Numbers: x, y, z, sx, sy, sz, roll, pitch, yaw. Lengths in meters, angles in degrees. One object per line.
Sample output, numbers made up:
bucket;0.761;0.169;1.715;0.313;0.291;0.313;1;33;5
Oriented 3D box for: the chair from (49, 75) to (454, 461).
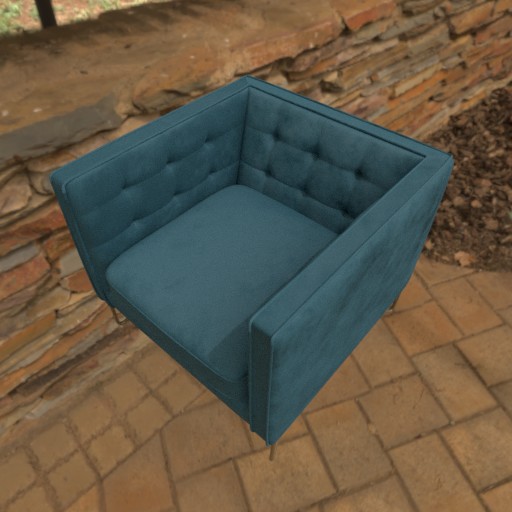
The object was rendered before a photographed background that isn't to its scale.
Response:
chair;0.000;0.000;1.581;0.880;0.790;0.894;32;54;27
